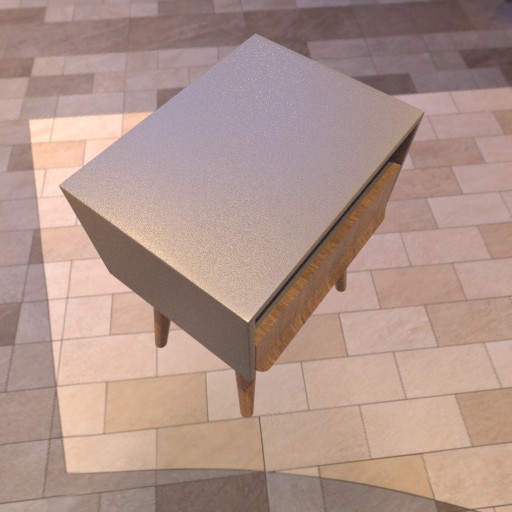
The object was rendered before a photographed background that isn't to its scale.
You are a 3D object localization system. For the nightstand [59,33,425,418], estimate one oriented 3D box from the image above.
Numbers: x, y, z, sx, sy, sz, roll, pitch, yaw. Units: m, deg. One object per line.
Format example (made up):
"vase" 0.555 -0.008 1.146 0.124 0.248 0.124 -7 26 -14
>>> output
"nightstand" 0.000 0.000 0.756 0.288 0.508 0.370 33 64 18
